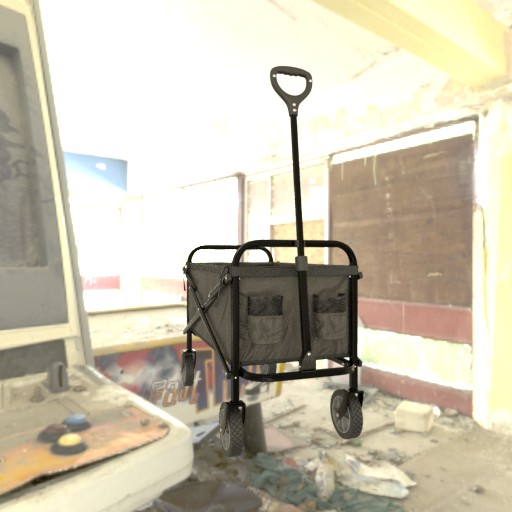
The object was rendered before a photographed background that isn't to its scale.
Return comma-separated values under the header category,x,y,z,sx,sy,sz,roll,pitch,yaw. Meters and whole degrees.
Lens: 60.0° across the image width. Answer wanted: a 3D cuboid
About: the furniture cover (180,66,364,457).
category,x,y,z,sx,sy,sz,roll,pitch,yaw
furniture cover,0.000,0.000,1.868,0.532,1.295,1.038,0,0,-19
